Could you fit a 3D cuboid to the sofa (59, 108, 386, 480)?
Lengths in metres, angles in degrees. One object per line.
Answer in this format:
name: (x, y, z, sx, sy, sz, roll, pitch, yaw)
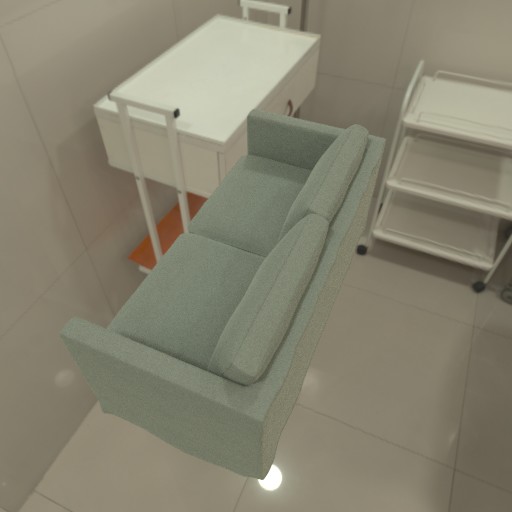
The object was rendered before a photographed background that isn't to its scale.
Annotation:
sofa: (0.000, 0.000, 2.497, 0.940, 0.870, 1.987, 18, 50, 16)
